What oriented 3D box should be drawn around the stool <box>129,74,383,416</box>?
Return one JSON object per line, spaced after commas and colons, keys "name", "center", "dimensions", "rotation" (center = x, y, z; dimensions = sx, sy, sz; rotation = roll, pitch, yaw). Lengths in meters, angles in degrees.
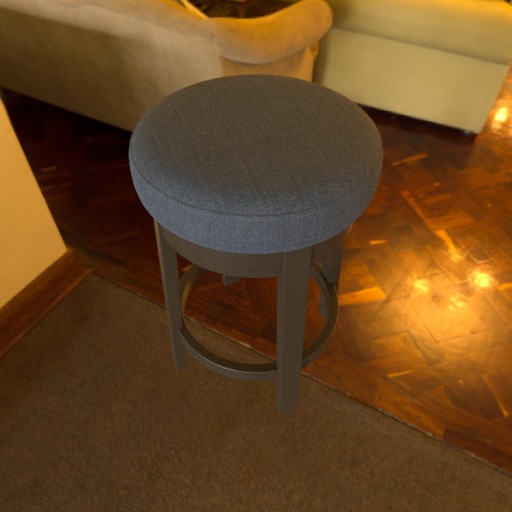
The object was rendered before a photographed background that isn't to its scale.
{"name": "stool", "center": [0.000, 0.000, 0.965], "dimensions": [0.449, 0.655, 0.449], "rotation": [0, 47, 0]}
